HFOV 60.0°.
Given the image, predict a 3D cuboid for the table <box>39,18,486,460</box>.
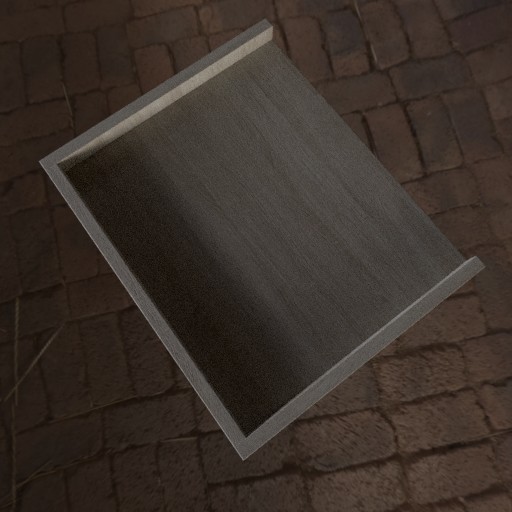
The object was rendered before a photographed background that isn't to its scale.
[{"bbox_3d":[0.000,0.000,0.789,0.370,0.470,0.450,-36,79,-8],"label":"table"}]
